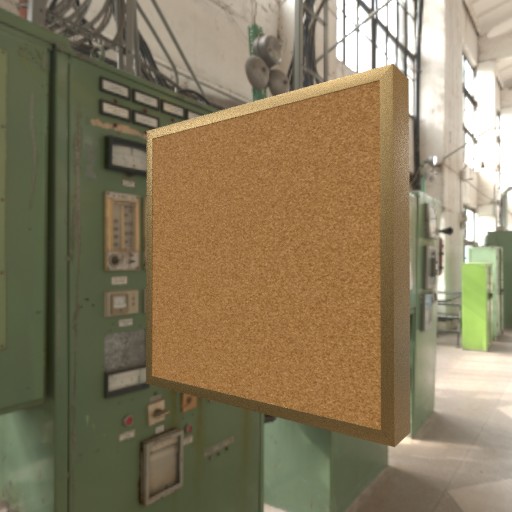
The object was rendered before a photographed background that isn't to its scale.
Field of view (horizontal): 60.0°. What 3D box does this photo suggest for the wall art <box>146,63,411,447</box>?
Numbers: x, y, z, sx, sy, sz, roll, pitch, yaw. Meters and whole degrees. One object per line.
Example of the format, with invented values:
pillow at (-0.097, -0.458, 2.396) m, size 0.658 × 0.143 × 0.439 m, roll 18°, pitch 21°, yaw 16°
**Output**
wall art at (0.000, 0.000, 0.459) m, size 0.304 × 0.305 × 0.038 m, roll -1°, pitch -1°, yaw 37°
